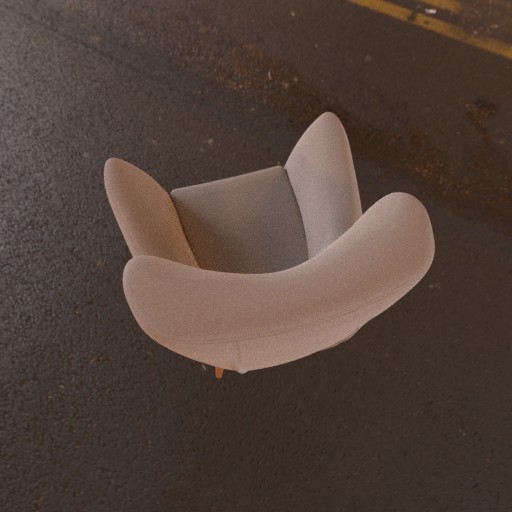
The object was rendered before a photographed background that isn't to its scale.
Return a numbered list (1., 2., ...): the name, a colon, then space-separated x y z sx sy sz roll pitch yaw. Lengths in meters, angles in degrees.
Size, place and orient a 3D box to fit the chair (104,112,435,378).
1. chair: 0.000 0.000 1.563 0.890 0.889 0.889 -14 61 -8
